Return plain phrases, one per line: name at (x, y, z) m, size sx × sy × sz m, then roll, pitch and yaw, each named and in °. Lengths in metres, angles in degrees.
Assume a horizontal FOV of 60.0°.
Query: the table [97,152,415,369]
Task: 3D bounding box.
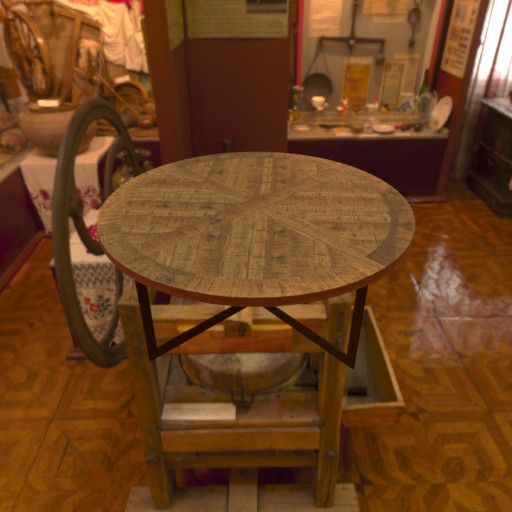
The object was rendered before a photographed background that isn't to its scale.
table at (0.000, 0.000, 1.972) m, size 1.264 × 0.516 × 1.264 m, roll 0°, pitch 33°, yaw 0°
